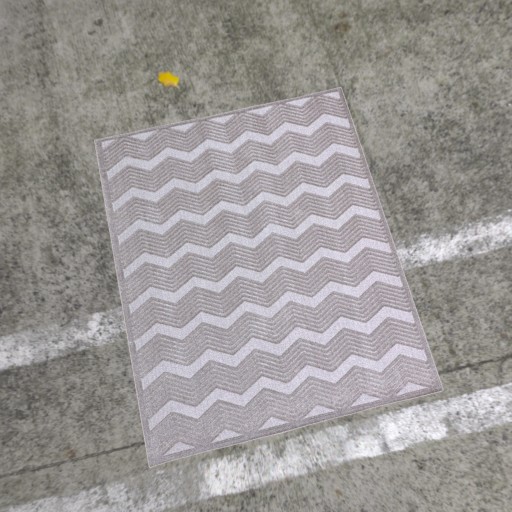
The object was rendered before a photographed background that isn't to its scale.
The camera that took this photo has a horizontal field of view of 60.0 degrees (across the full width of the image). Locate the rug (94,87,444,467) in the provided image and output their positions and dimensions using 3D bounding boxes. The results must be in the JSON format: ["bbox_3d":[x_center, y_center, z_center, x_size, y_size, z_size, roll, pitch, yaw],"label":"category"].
[{"bbox_3d":[0.000,0.000,3.831,2.391,0.005,2.880,-13,76,-3],"label":"rug"}]
